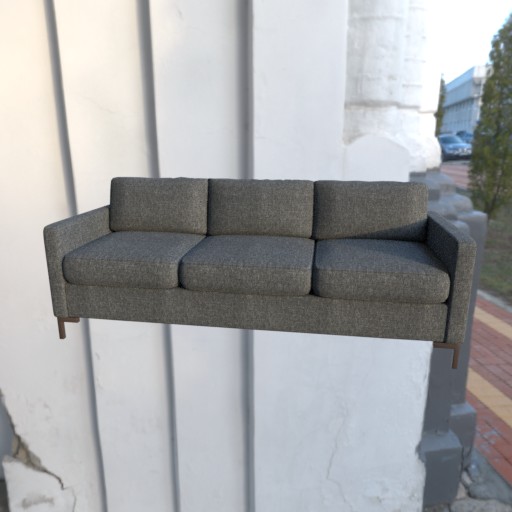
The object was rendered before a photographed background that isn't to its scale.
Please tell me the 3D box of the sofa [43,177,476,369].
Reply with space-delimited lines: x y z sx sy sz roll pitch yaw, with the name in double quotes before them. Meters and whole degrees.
"sofa" 0.000 0.000 2.661 2.218 0.874 0.859 2 16 9
